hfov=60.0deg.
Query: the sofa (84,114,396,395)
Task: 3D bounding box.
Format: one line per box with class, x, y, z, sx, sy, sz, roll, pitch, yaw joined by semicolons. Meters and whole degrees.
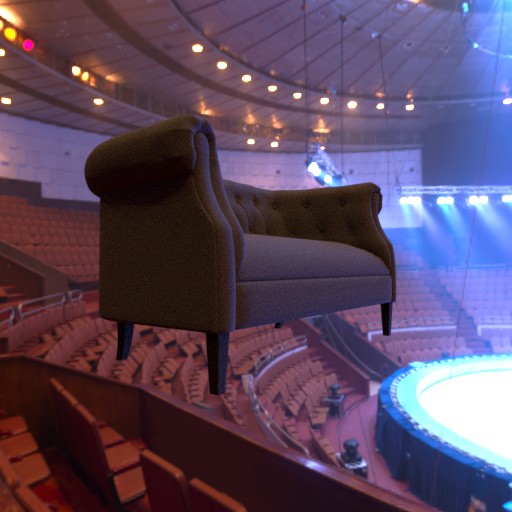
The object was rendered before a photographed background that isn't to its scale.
sofa;0.000;0.000;2.040;0.835;0.827;1.558;-1;-2;37
